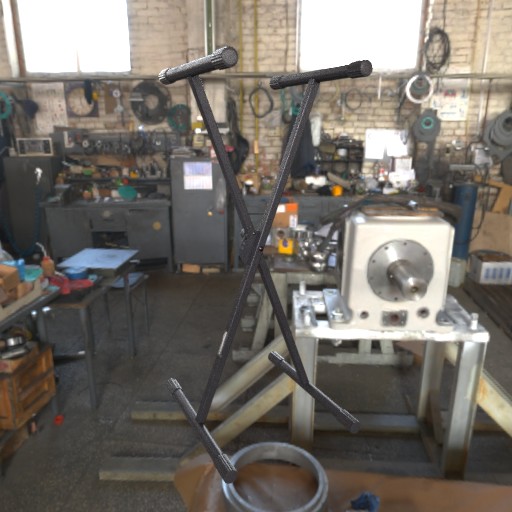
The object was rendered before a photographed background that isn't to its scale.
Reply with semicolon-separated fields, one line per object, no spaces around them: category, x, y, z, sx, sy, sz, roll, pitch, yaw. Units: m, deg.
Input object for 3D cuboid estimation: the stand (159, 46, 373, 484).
stand;0.000;0.000;1.178;0.409;0.940;0.449;-8;18;-27
